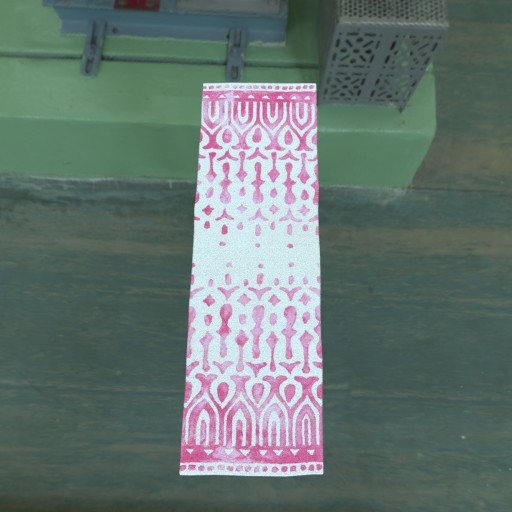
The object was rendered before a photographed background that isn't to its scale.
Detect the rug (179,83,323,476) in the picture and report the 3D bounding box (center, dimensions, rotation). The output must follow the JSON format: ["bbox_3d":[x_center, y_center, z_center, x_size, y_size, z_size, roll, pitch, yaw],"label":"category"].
[{"bbox_3d":[0.000,0.000,2.707,0.787,0.011,2.458,1,75,0],"label":"rug"}]
